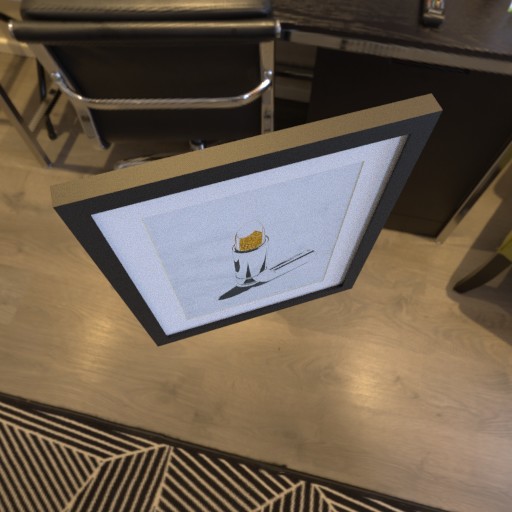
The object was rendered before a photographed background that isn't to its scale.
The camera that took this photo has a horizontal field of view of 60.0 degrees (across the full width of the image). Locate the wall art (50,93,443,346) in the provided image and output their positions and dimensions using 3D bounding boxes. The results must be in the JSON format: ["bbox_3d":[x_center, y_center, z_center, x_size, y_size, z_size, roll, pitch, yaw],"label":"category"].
[{"bbox_3d":[0.000,0.000,0.753,0.457,0.559,0.029,-16,65,-8],"label":"wall art"}]
